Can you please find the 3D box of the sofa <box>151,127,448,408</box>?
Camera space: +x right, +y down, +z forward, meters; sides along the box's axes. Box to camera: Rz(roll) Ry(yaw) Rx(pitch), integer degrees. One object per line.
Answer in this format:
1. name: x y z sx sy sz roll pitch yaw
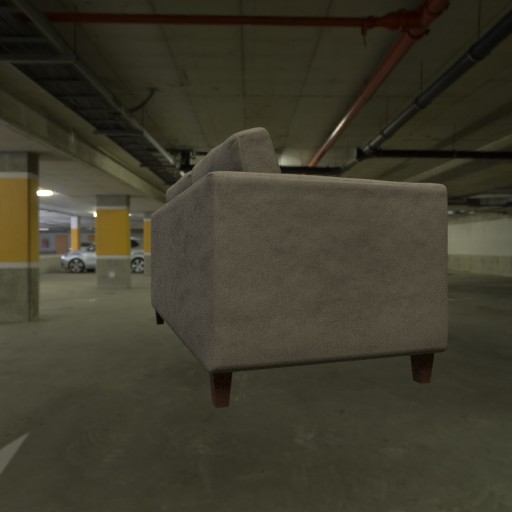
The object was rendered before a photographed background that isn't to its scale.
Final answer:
1. sofa: 0.000 0.000 2.388 0.950 0.963 1.884 0 1 -19
